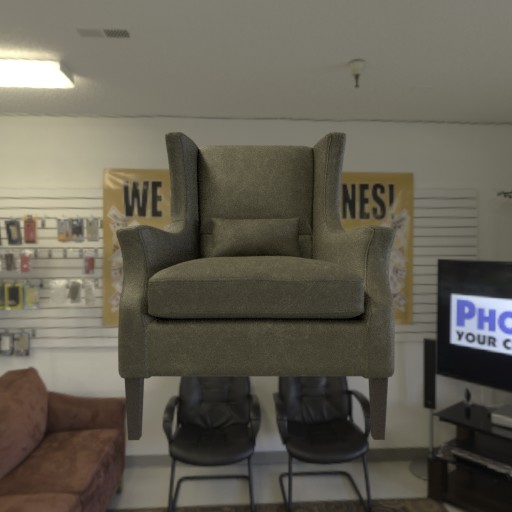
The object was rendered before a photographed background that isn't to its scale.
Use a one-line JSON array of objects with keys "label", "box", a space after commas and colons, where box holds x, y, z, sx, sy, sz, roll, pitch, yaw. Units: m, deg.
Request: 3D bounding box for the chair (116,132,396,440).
[{"label": "chair", "box": [0.000, 0.000, 1.661, 0.853, 1.016, 0.926, 0, 1, 0]}]
